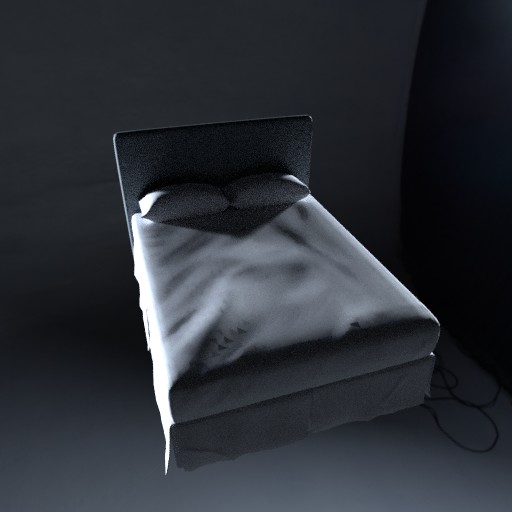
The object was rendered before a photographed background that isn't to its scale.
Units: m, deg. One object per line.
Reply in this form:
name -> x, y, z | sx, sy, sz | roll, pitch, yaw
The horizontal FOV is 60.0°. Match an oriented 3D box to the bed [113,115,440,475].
bed -> 0.000, 0.000, 3.133 | 1.713, 1.330, 2.142 | -10, 34, -15
